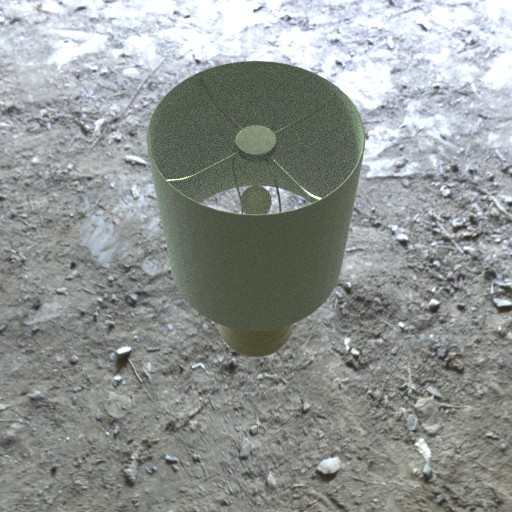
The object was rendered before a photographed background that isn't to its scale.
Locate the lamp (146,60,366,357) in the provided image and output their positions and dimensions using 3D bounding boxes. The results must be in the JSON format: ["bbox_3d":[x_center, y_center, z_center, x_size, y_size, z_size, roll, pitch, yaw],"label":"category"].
[{"bbox_3d":[0.000,0.000,0.491,0.186,0.369,0.186,0,59,0],"label":"lamp"}]
